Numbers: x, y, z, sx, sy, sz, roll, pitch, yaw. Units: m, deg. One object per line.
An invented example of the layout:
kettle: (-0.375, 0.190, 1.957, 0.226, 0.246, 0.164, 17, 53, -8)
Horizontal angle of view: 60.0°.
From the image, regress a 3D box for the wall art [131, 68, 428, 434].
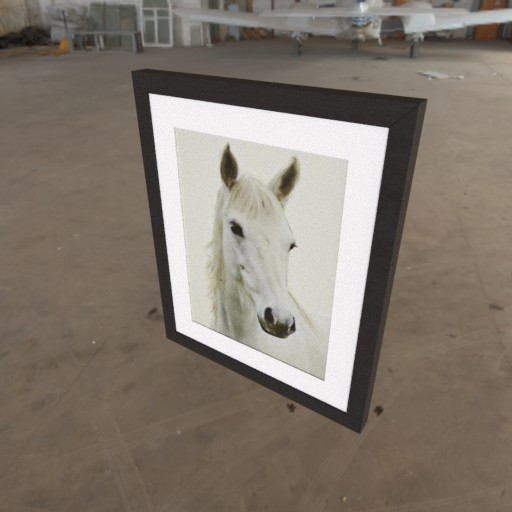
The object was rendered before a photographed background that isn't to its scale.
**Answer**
wall art: (0.000, 0.000, 0.749, 0.455, 0.552, 0.034, 19, 35, 28)
